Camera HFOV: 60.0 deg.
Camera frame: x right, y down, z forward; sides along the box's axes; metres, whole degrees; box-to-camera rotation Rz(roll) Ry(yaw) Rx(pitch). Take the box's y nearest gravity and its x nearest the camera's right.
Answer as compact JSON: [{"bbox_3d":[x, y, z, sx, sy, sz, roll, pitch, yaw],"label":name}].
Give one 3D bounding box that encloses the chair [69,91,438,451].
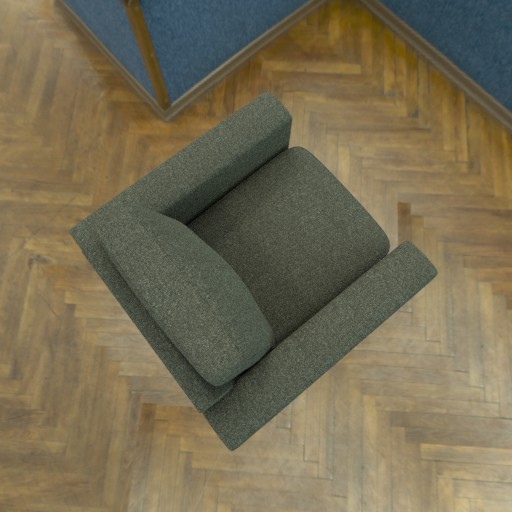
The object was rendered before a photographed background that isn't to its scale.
[{"bbox_3d":[0.000,0.000,1.762,1.016,0.873,1.005,-38,78,-10],"label":"chair"}]
